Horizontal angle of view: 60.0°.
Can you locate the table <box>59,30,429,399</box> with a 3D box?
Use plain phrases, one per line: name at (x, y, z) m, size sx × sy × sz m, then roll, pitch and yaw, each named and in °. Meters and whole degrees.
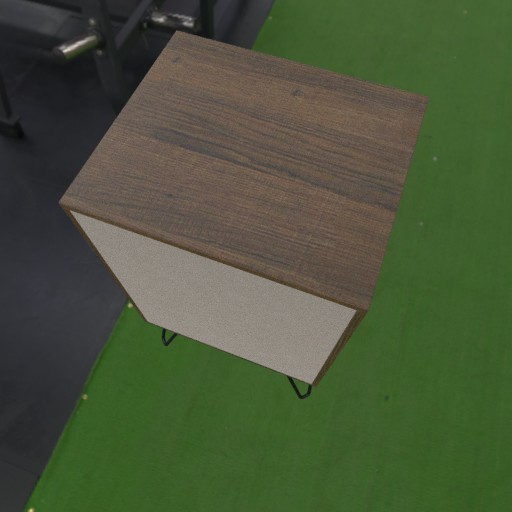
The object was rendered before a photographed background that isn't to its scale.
table at (0.000, 0.000, 1.163) m, size 0.526 × 0.866 × 0.457 m, roll 19°, pitch 65°, yaw 9°
